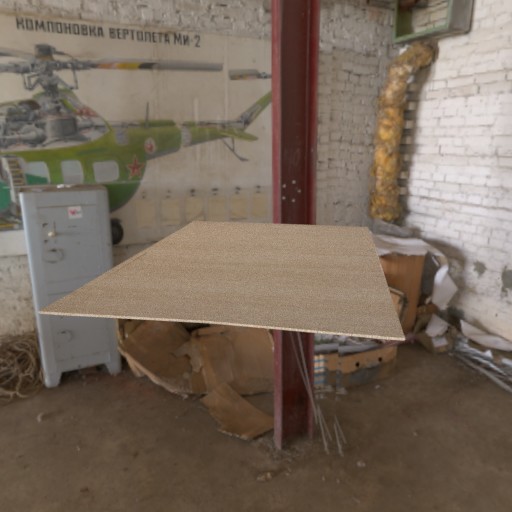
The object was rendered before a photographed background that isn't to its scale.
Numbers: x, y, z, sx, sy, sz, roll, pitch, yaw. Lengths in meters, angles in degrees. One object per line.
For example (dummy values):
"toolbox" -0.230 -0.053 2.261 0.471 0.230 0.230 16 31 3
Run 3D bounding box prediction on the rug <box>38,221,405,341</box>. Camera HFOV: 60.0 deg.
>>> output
"rug" 0.000 0.000 3.733 2.032 0.038 2.869 3 15 10
